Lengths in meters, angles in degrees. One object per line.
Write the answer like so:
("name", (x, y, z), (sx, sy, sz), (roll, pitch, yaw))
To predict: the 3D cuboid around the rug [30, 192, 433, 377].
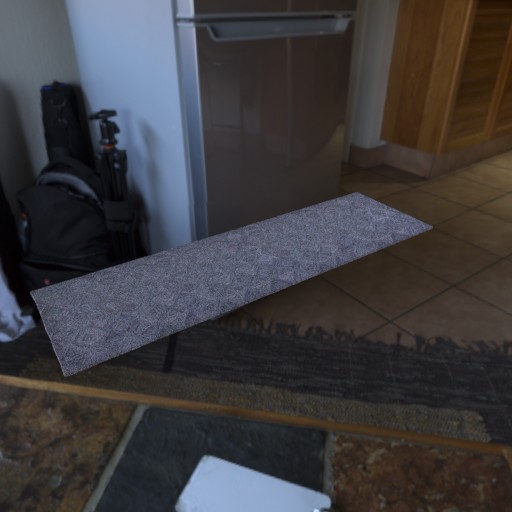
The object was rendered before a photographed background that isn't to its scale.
("rug", (0.000, 0.000, 2.548), (2.296, 0.011, 0.691), (-19, 36, -28))
